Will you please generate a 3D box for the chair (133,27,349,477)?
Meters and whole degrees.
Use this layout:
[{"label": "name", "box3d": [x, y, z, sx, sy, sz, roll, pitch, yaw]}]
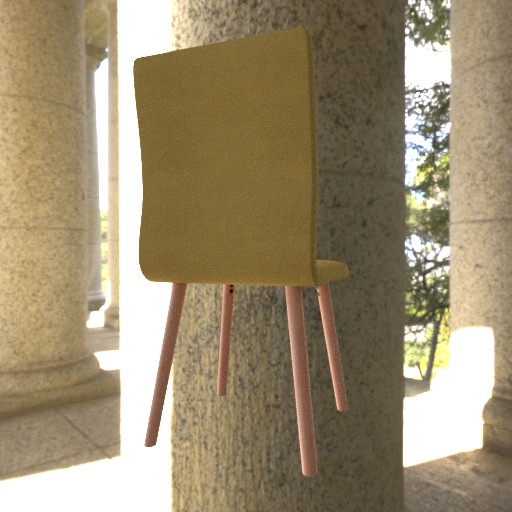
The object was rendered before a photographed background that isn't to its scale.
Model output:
[{"label": "chair", "box3d": [0.000, 0.000, 1.256, 0.450, 0.965, 0.550, 0, 0, 21]}]
